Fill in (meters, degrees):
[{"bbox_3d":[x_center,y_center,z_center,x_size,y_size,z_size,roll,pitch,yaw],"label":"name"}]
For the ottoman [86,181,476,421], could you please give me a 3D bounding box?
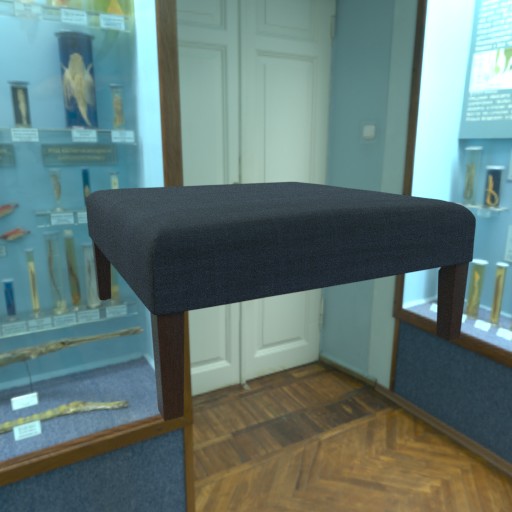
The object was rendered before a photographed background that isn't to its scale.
[{"bbox_3d":[0.000,0.000,1.403,0.890,0.411,0.889,-7,15,-27],"label":"ottoman"}]
